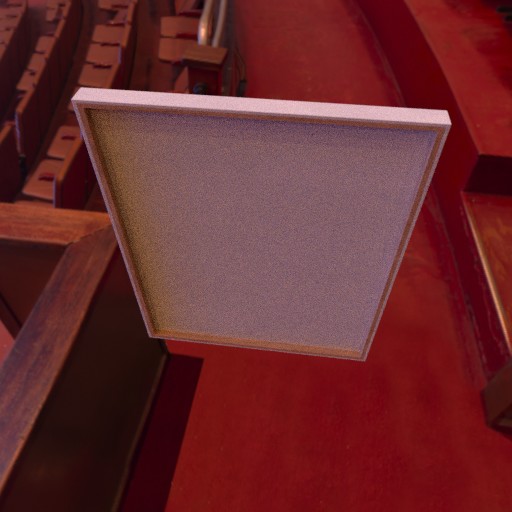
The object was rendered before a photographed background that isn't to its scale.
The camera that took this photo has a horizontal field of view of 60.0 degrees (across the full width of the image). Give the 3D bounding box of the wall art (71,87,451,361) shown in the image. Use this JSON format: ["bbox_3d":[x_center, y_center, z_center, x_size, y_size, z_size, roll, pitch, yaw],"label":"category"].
[{"bbox_3d":[0.000,0.000,0.822,0.508,0.606,0.037,5,48,5],"label":"wall art"}]
